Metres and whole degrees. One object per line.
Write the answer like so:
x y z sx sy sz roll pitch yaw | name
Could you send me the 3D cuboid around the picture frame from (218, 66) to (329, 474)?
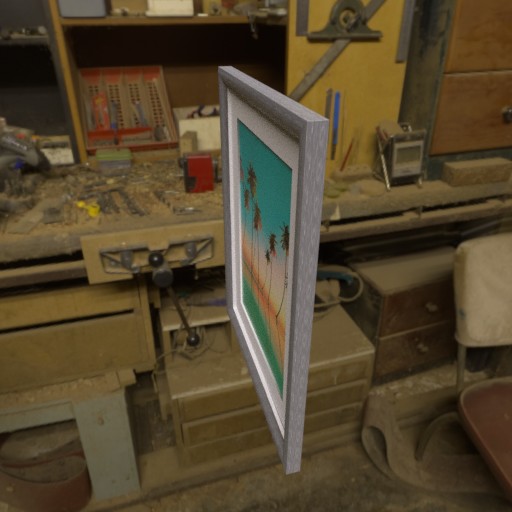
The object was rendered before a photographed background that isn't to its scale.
0.000 0.000 0.769 0.029 0.559 0.454 -8 31 -13 | picture frame
